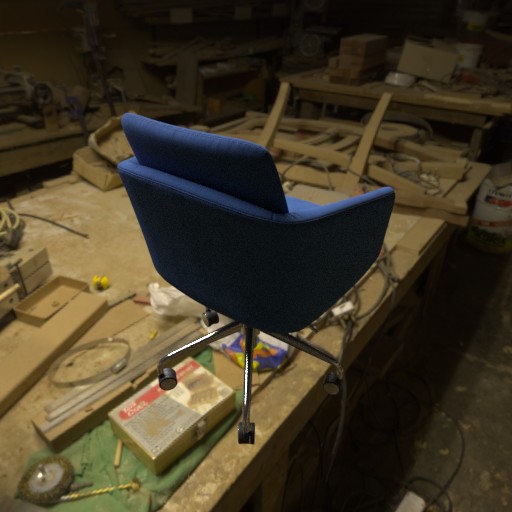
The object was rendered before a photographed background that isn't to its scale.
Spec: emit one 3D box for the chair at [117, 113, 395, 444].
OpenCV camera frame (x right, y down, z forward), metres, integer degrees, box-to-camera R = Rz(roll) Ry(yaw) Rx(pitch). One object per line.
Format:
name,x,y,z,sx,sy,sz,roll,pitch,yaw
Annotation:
chair,0.000,0.000,1.361,0.641,0.908,0.635,22,38,32
